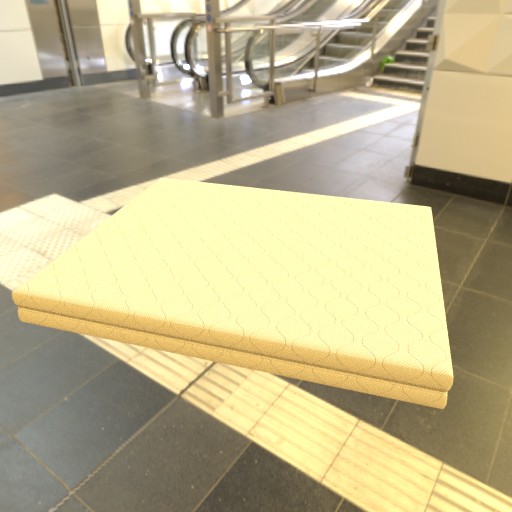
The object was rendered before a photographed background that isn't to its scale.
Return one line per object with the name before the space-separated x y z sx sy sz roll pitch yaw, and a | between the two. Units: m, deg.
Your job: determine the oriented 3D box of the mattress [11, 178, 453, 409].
mattress | 0.000 0.000 2.592 2.000 0.200 1.600 8 32 14
